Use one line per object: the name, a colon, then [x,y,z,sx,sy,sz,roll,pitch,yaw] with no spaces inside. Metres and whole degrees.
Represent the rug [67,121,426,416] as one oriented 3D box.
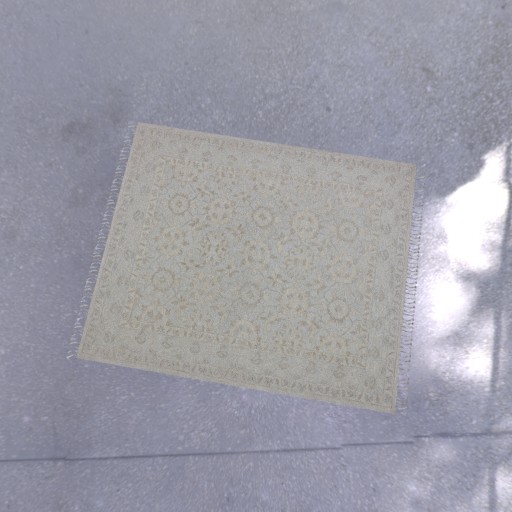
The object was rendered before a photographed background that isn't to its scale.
rug: [0.000,0.000,4.189,3.043,0.013,2.444,9,76,2]
